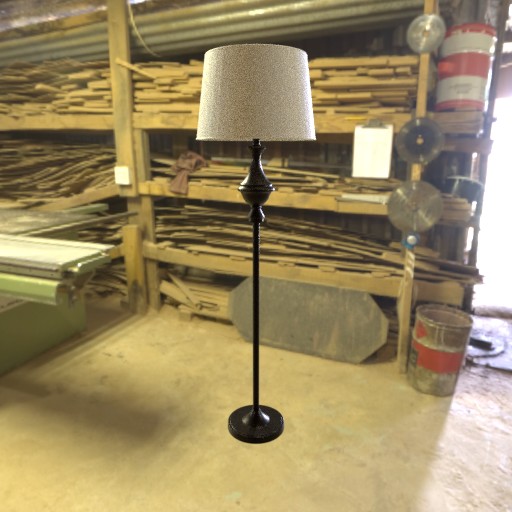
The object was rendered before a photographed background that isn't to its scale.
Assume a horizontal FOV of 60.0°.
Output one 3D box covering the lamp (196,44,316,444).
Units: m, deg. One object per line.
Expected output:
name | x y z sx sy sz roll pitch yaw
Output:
lamp | 0.000 0.000 1.707 0.431 1.484 0.431 0 14 0
